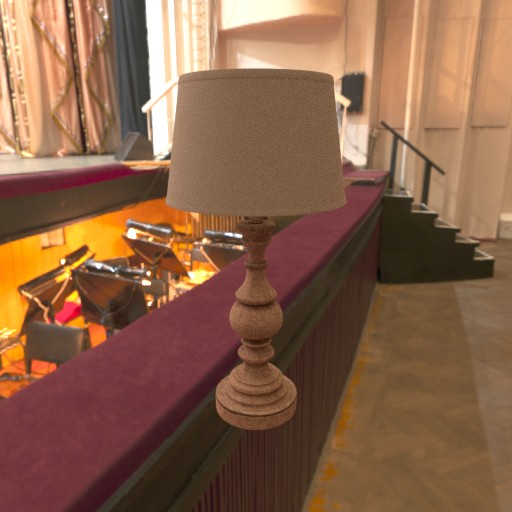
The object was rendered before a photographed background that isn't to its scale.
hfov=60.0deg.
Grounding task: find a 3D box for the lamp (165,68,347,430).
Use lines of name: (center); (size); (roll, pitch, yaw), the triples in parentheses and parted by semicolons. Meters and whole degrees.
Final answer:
lamp: (0.000, 0.000, 0.878); (0.340, 0.678, 0.340); (0, 16, 0)
